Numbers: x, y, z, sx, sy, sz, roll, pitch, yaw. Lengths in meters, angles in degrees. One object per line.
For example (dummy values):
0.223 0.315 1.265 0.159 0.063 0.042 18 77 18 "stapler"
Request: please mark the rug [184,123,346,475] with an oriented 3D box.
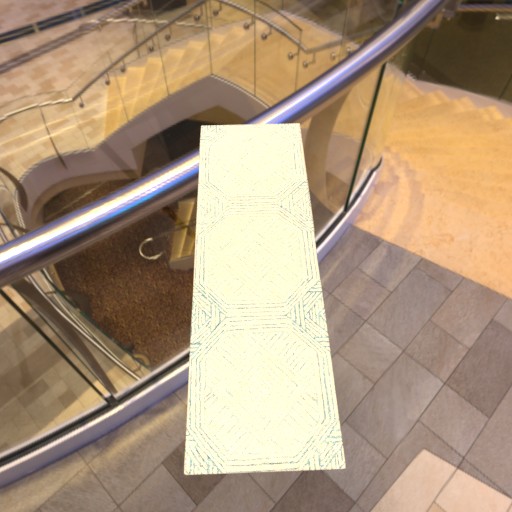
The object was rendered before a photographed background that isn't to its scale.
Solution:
0.000 0.000 2.772 0.775 0.012 2.452 -2 56 -1 "rug"
